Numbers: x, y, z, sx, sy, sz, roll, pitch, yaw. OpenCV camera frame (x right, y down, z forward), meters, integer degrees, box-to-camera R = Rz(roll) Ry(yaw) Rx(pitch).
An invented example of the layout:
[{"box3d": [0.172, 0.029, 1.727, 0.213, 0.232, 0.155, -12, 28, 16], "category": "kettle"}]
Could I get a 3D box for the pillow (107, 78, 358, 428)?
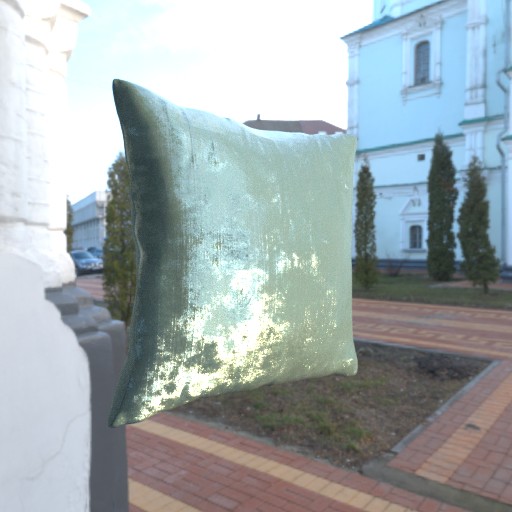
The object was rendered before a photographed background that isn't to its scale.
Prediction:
[{"box3d": [0.000, 0.000, 0.717, 0.470, 0.464, 0.175, -1, 1, -35], "category": "pillow"}]
